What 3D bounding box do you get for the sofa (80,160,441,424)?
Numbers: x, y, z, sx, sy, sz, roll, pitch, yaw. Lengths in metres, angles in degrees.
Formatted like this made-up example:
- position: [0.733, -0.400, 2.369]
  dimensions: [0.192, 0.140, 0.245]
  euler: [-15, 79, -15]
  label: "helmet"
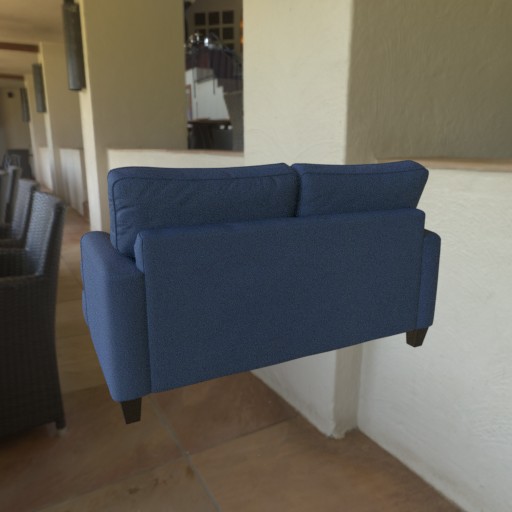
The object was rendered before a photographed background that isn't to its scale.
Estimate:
- position: [0.000, 0.000, 2.285]
  dimensions: [1.651, 0.965, 0.965]
  euler: [-7, 15, -26]
  label: "sofa"
